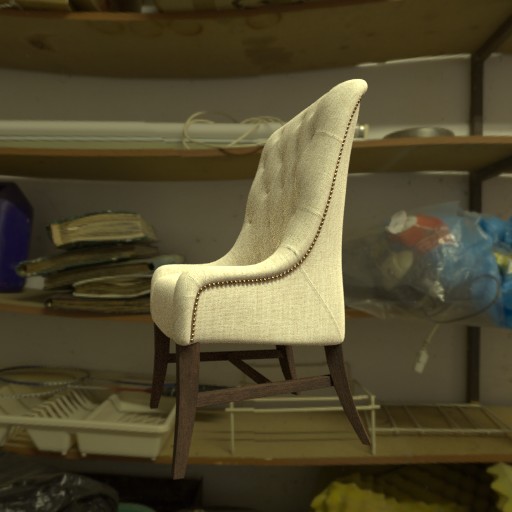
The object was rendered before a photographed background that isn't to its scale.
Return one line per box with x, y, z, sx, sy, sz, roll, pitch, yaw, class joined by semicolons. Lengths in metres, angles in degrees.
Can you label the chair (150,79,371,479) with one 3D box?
0.000;0.000;1.449;0.629;1.091;0.634;0;-1;-19;chair
